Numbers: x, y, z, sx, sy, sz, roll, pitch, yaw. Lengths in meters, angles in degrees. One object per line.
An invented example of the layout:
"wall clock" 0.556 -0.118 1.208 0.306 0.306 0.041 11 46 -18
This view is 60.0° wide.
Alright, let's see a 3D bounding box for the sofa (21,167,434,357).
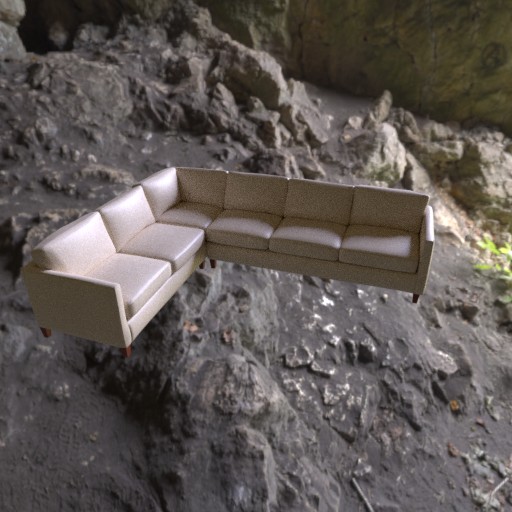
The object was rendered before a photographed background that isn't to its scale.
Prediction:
"sofa" 0.000 0.000 4.372 3.302 0.947 2.593 9 30 16
